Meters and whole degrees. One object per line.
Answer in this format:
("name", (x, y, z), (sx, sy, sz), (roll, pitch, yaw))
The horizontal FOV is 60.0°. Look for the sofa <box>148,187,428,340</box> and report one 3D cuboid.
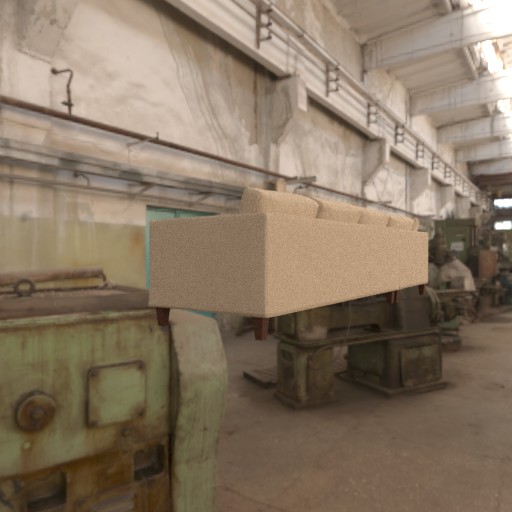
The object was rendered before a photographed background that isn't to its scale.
("sofa", (0.000, 0.000, 4.308), (2.432, 0.863, 3.182), (0, 1, 36))
